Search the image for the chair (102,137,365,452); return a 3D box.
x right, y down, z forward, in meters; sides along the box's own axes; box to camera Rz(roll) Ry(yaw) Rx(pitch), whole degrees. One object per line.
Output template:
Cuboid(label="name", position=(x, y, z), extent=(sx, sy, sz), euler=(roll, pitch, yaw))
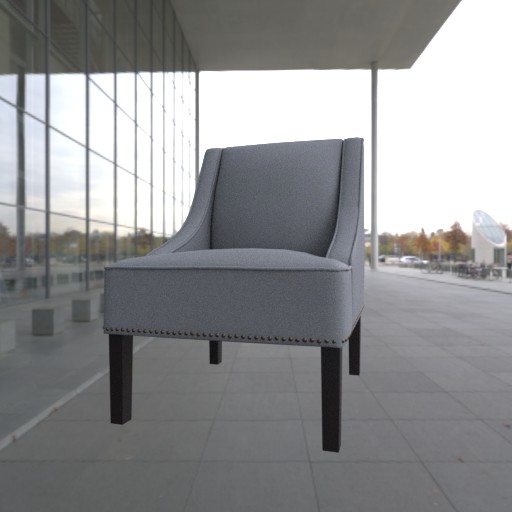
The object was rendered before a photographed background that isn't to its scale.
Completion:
Cuboid(label="chair", position=(0.000, 0.000, 1.387), extent=(0.631, 0.867, 0.747), euler=(0, 0, 17))
